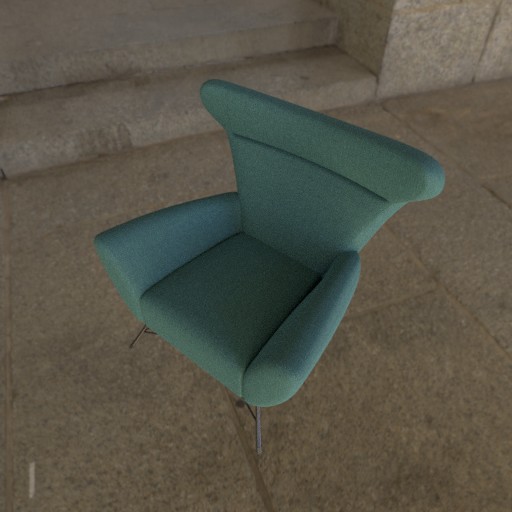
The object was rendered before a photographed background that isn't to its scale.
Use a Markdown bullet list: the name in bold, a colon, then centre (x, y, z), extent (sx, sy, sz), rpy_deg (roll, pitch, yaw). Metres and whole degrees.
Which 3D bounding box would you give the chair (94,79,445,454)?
- **chair**: centre (0.000, 0.000, 1.764), extent (1.050, 0.980, 0.900), rpy_deg (30, 52, 26)
